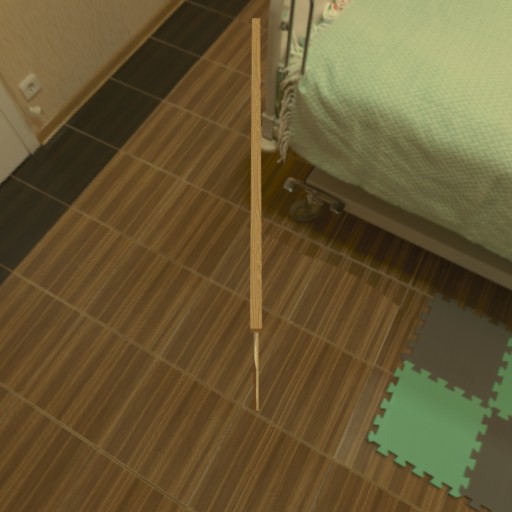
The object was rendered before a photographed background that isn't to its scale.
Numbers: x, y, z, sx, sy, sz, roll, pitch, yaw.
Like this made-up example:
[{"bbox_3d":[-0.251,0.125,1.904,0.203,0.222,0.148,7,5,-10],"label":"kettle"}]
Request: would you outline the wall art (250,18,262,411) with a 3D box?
[{"bbox_3d":[0.000,0.000,0.803,0.011,0.605,0.458,0,64,0],"label":"wall art"}]
